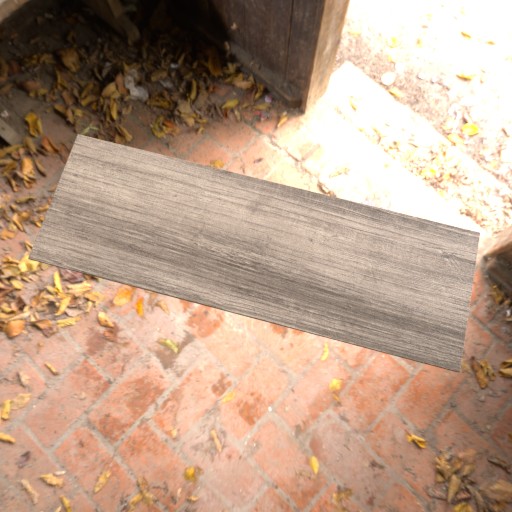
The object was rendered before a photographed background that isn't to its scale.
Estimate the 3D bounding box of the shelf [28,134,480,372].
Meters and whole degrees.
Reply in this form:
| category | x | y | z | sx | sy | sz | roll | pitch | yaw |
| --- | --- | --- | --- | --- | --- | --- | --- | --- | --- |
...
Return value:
| category | x | y | z | sx | sy | sz | roll | pitch | yaw |
| --- | --- | --- | --- | --- | --- | --- | --- | --- | --- |
| shelf | 0.000 | 0.000 | 0.688 | 0.610 | 0.125 | 0.200 | 14 | 76 | 4 |
